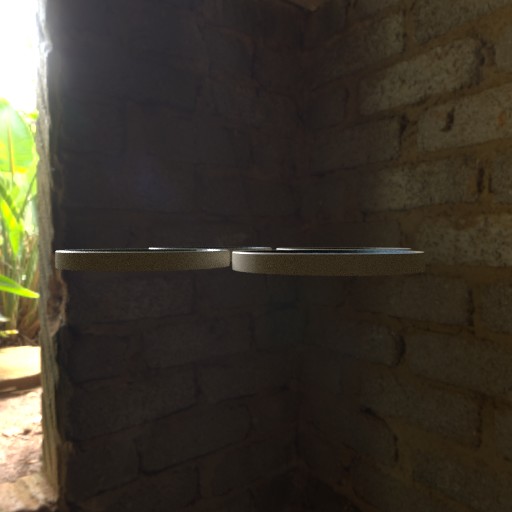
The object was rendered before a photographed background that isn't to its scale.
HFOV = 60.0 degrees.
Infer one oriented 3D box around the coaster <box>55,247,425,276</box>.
[{"bbox_3d":[0.000,0.000,0.326,0.224,0.010,0.220,1,2,16],"label":"coaster"}]
